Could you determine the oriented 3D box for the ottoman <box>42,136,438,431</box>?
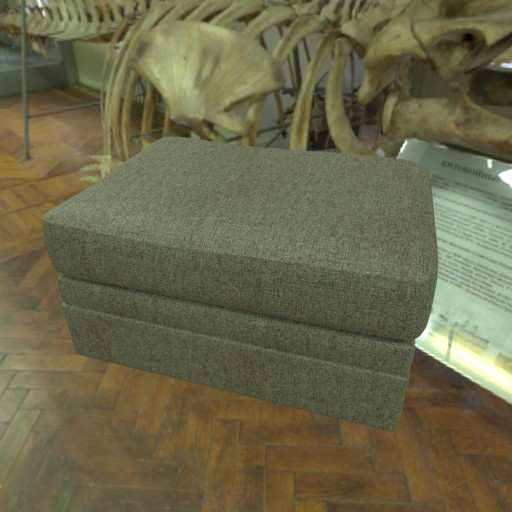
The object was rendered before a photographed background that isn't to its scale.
[{"bbox_3d":[0.000,0.000,1.230,0.885,0.478,0.637,9,34,14],"label":"ottoman"}]
